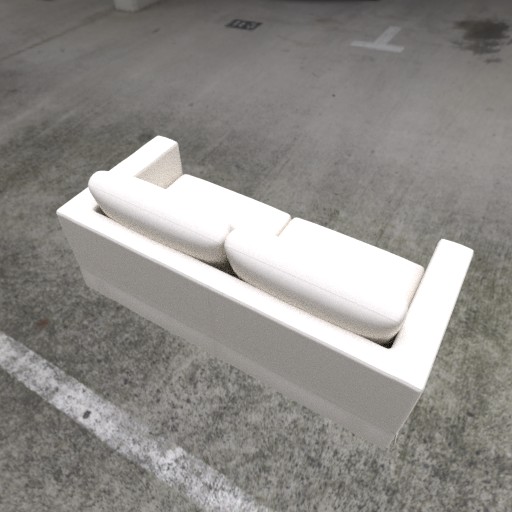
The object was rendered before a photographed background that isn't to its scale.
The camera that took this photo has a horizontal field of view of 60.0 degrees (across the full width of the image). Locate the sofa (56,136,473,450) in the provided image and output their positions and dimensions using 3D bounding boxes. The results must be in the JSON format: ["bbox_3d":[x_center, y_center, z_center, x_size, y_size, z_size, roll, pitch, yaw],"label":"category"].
[{"bbox_3d":[0.000,0.000,2.589,2.163,0.881,0.954,24,52,20],"label":"sofa"}]
